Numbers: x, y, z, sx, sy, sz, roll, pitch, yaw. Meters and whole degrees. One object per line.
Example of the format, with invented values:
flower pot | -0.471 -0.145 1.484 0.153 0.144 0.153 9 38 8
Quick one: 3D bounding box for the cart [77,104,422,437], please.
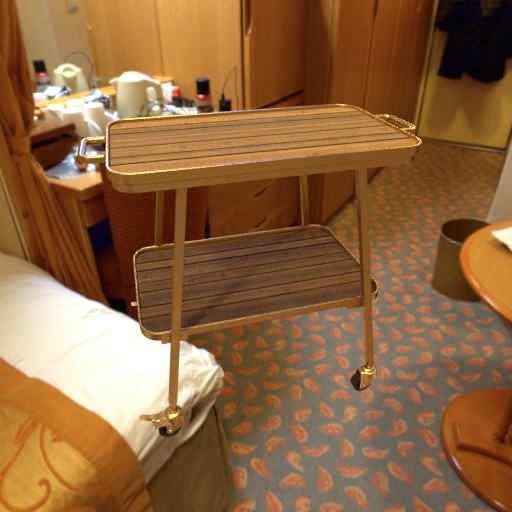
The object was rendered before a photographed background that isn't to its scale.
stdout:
cart | 0.000 0.000 1.242 0.806 0.700 0.524 -9 33 -13
